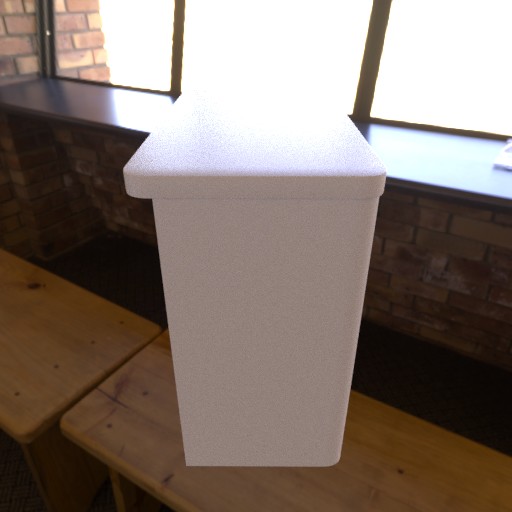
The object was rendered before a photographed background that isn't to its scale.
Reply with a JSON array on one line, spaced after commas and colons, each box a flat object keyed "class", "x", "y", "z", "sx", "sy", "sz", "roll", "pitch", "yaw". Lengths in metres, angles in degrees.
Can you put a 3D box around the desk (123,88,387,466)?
[{"class": "desk", "x": 0.000, "y": 0.000, "z": 1.248, "sx": 0.446, "sy": 0.760, "sz": 0.790, "roll": 0, "pitch": 30, "yaw": 0}]
